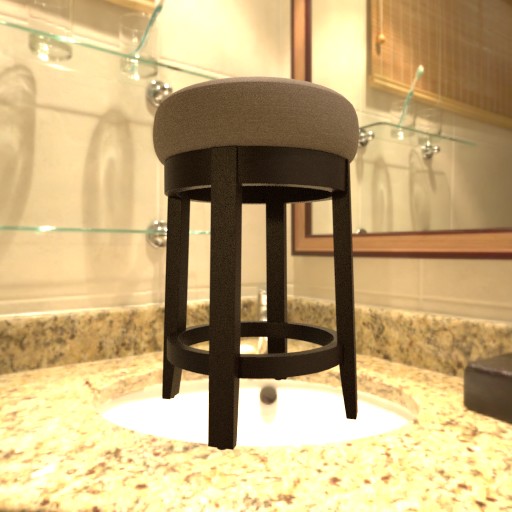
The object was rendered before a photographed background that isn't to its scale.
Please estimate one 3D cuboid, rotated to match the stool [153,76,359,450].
[{"bbox_3d":[0.000,0.000,0.982,0.443,0.672,0.443,0,1,0],"label":"stool"}]
